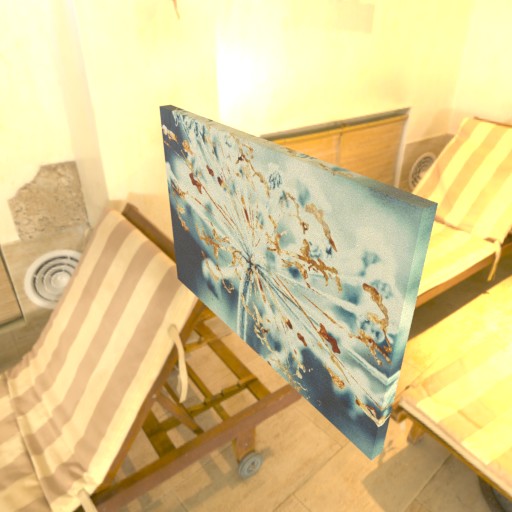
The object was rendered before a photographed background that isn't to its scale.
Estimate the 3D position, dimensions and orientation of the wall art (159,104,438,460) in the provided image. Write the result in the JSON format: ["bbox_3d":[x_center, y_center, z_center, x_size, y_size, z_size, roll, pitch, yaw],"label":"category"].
[{"bbox_3d":[0.000,0.000,1.155,0.038,0.608,0.912,-20,36,-31],"label":"wall art"}]
